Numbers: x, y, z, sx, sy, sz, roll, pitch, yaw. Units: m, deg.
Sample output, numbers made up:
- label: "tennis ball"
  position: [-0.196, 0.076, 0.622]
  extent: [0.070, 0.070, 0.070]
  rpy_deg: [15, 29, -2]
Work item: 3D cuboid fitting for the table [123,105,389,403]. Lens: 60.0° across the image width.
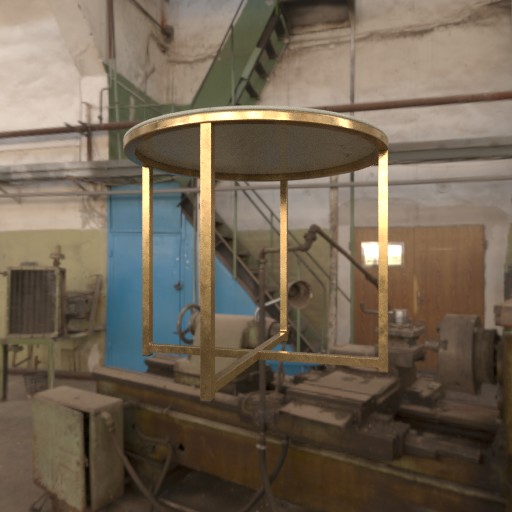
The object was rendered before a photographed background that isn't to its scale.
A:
- label: "table"
  position: [0.000, 0.000, 0.871]
  extent: [0.500, 0.420, 0.500]
  rpy_deg: [0, 0, 0]
